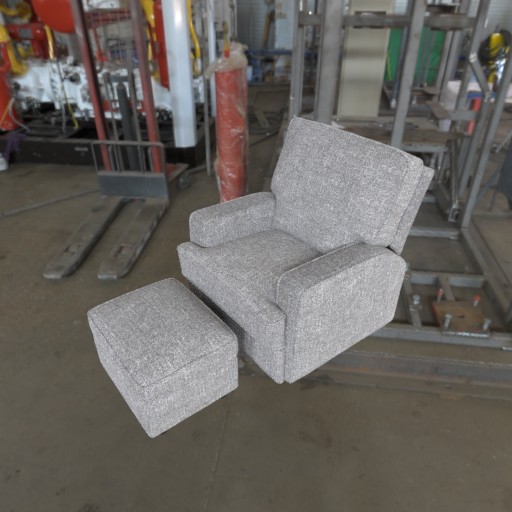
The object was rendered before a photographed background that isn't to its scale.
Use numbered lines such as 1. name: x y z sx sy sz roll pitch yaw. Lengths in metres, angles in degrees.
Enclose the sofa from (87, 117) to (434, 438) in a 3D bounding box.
1. sofa: 0.000 0.000 2.045 1.472 0.959 0.861 -23 39 -31
